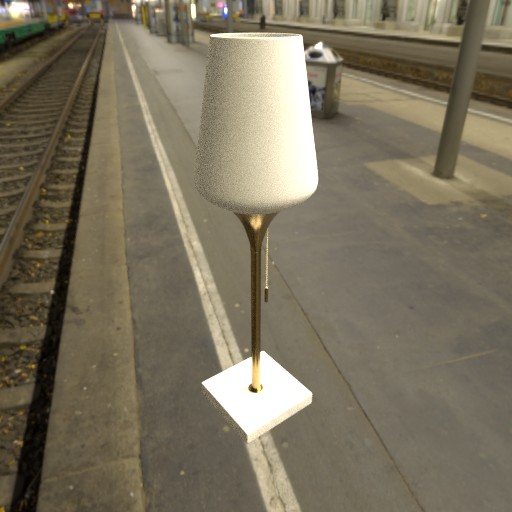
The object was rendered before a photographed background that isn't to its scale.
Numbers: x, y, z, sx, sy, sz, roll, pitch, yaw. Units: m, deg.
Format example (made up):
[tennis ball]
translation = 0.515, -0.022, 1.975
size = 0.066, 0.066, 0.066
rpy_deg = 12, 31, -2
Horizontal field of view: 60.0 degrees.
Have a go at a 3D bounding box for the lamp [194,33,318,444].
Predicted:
[lamp]
translation = 0.000, 0.000, 0.715
size = 0.181, 0.639, 0.181
rpy_deg = -20, 35, -32
